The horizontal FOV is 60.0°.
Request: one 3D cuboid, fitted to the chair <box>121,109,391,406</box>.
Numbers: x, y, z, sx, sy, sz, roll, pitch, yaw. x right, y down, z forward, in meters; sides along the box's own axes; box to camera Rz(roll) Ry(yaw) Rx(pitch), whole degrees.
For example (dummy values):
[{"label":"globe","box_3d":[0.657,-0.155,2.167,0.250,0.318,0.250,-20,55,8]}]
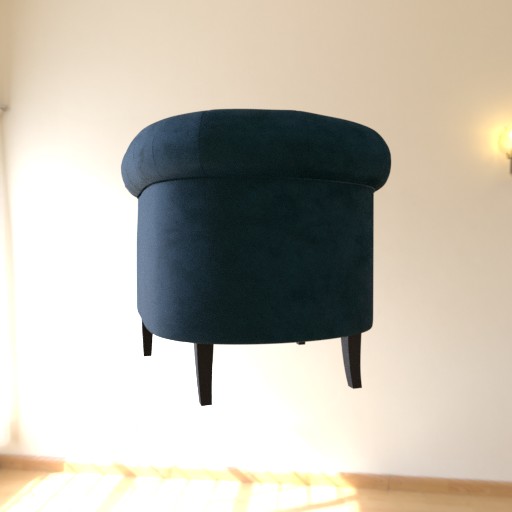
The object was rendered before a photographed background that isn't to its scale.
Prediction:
[{"label":"chair","box_3d":[0.000,0.000,1.574,0.904,0.826,0.851,0,1,-19]}]
